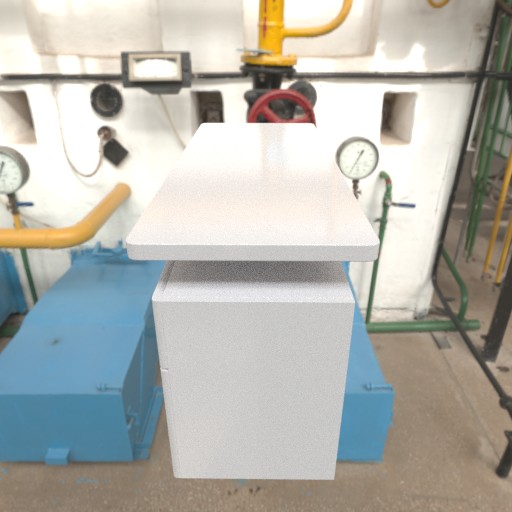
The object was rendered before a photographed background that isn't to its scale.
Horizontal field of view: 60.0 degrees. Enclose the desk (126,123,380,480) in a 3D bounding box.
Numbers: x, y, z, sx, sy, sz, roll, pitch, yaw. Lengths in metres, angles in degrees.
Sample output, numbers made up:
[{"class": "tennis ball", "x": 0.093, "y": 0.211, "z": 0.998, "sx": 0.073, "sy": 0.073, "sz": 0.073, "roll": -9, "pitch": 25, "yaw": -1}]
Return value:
[{"class": "desk", "x": 0.000, "y": 0.000, "z": 1.731, "sx": 0.550, "sy": 0.762, "sz": 1.400, "roll": 0, "pitch": 27, "yaw": 1}]
